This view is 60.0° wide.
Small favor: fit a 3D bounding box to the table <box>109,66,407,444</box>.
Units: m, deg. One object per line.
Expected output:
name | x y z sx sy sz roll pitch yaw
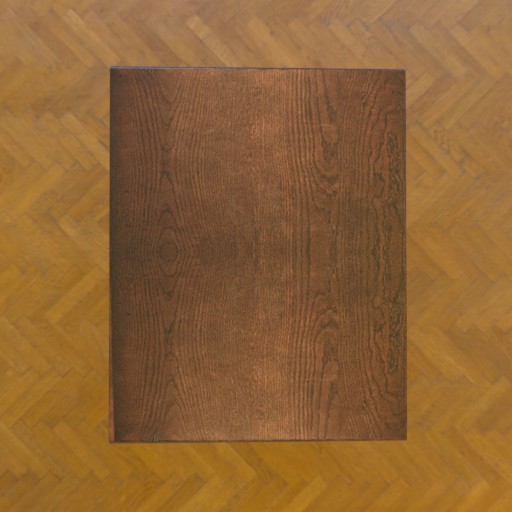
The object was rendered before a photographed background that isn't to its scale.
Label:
table | 0.000 0.000 0.983 0.461 0.597 0.586 0 89 -1
